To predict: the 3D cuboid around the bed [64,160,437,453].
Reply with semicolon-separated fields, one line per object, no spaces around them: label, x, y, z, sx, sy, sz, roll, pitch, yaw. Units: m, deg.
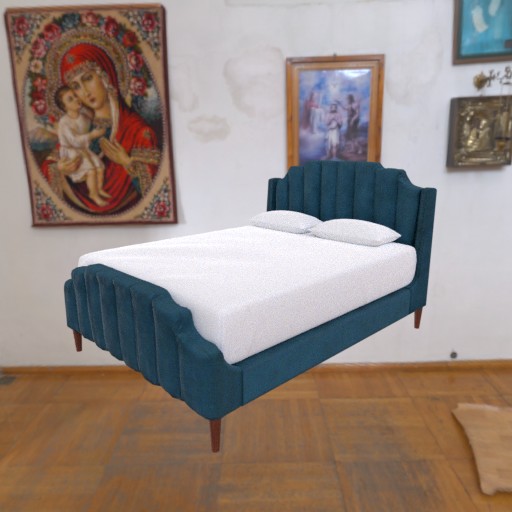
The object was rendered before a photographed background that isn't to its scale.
bed;0.000;0.000;3.326;2.322;1.351;1.676;-13;19;-43
